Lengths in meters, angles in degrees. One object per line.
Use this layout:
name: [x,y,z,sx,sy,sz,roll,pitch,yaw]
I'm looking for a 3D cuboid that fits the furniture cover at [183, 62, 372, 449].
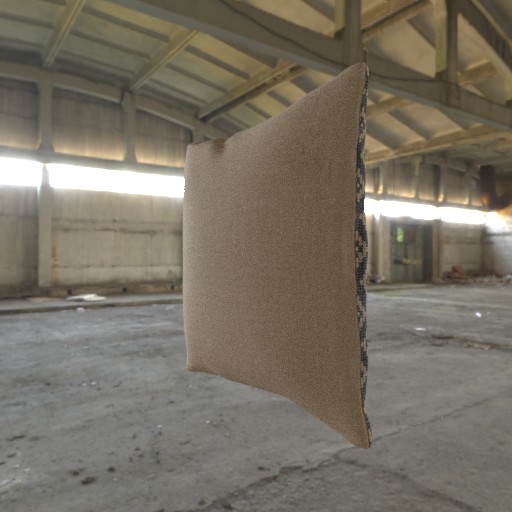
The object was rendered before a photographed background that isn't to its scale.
furniture cover: [0.000,0.000,0.665,0.139,0.431,0.431,0,-1,-35]
